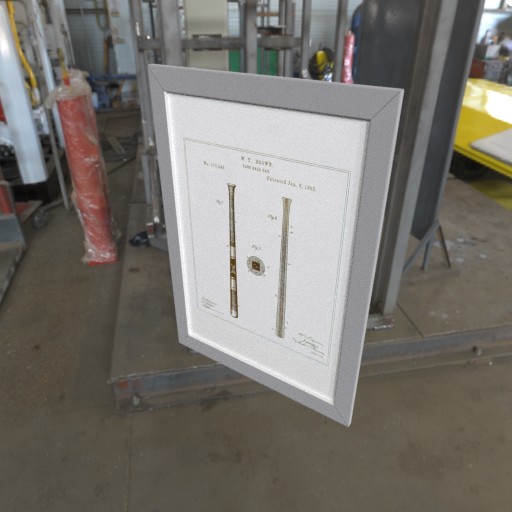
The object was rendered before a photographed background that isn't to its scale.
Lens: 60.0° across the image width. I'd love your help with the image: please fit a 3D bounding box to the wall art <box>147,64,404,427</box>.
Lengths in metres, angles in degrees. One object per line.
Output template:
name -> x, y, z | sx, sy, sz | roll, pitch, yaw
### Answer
wall art -> 0.000, 0.000, 0.692 | 0.374, 0.529, 0.012 | 19, 35, 29
